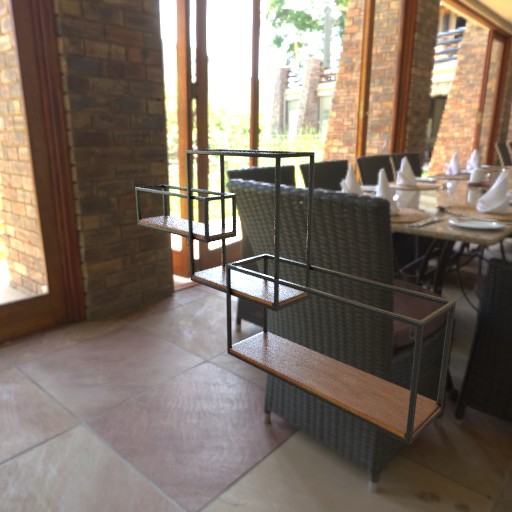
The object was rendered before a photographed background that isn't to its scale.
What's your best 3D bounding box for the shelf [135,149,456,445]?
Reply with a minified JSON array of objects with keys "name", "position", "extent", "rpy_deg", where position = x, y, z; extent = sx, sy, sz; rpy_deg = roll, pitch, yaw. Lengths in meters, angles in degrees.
[{"name":"shelf","position":[0.000,0.000,2.115],"extent":[1.781,0.972,0.275],"rpy_deg":[15,21,43]}]
